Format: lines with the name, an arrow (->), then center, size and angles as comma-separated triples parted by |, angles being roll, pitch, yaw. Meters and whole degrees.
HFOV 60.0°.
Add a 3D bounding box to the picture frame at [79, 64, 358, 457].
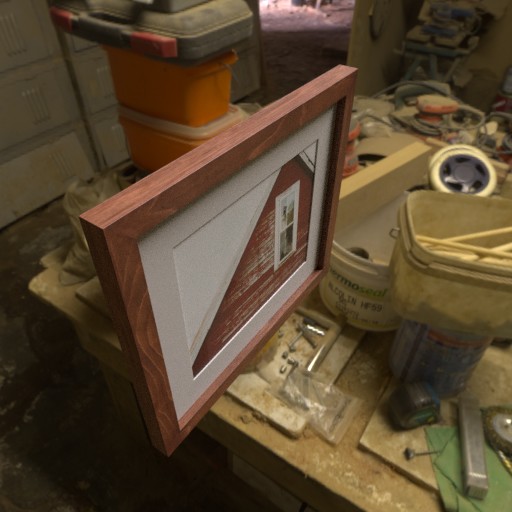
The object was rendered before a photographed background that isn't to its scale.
picture frame -> 0.000, 0.000, 0.521 | 0.025, 0.330, 0.381 | 25, 47, 26
